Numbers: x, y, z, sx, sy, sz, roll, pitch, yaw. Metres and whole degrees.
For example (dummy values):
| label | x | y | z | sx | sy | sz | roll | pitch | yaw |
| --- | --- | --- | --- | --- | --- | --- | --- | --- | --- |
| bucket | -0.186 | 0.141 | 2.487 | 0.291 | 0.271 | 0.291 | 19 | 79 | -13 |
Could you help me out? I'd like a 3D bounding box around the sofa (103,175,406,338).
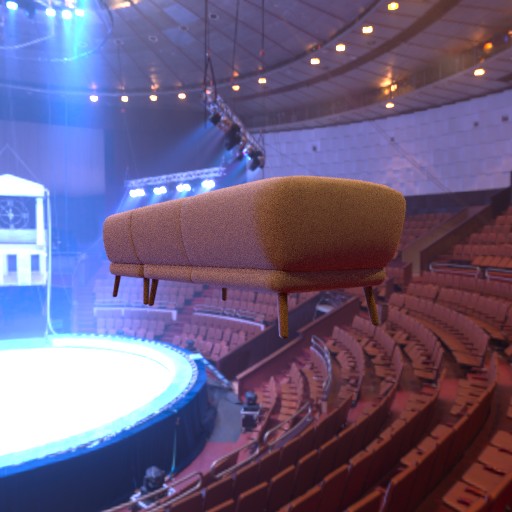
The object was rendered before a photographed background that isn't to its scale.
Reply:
| label | x | y | z | sx | sy | sz | roll | pitch | yaw |
| --- | --- | --- | --- | --- | --- | --- | --- | --- | --- |
| sofa | 0.000 | 0.000 | 3.320 | 1.610 | 0.730 | 2.660 | 0 | 0 | -35 |
